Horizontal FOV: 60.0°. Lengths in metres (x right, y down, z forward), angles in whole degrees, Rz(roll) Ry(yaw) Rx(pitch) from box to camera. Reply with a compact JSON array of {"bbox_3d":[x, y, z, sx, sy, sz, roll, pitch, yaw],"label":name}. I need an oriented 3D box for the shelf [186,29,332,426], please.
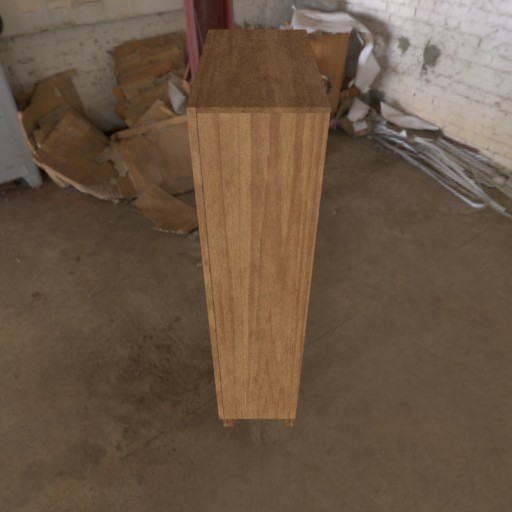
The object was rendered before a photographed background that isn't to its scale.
[{"bbox_3d":[0.000,0.000,2.287,0.453,1.930,0.864,0,41,0],"label":"shelf"}]
